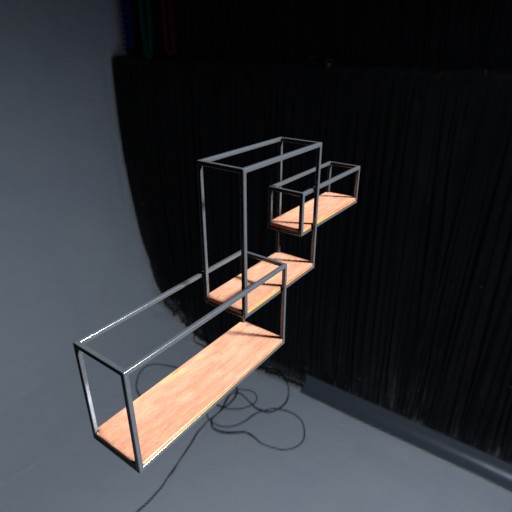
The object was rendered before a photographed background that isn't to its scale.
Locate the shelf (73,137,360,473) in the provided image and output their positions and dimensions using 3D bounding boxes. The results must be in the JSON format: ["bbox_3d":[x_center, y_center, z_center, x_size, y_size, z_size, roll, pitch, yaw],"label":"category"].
[{"bbox_3d":[0.000,0.000,2.101,0.275,0.972,1.781,18,31,32],"label":"shelf"}]
